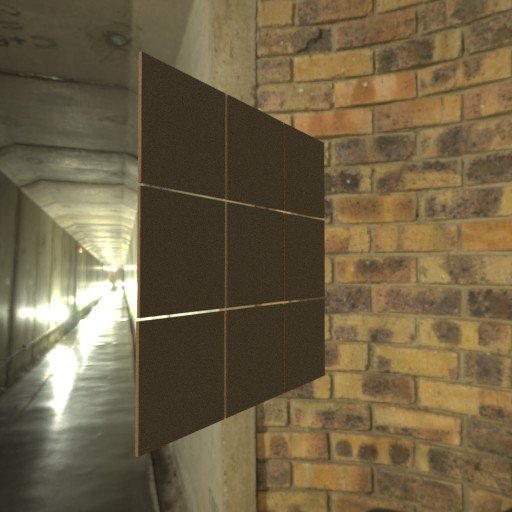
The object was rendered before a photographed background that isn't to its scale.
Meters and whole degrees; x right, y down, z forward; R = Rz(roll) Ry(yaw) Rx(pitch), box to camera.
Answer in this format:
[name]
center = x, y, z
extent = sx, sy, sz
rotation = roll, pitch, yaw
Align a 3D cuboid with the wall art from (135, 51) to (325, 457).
[wall art]
center = 0.000, 0.000, 1.376
extent = 0.010, 0.917, 0.919
rotation = -1, -2, 35
